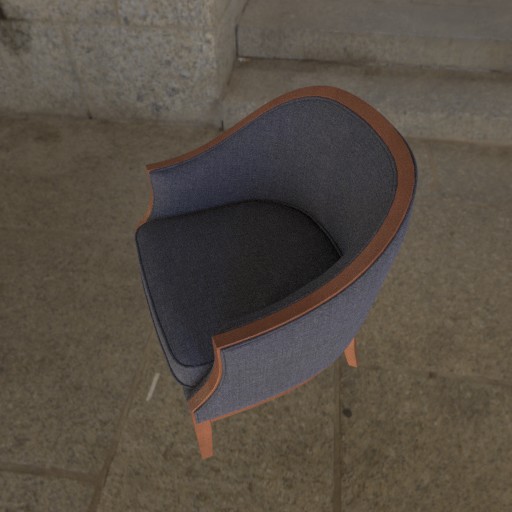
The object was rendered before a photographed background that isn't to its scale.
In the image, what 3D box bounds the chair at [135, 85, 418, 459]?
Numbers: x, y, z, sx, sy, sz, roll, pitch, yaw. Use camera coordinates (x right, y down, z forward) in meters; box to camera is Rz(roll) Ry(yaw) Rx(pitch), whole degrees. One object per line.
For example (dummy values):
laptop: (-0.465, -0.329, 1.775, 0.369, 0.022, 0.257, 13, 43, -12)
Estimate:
chair: (0.000, 0.000, 1.431, 0.735, 0.876, 0.803, -16, 48, -15)
